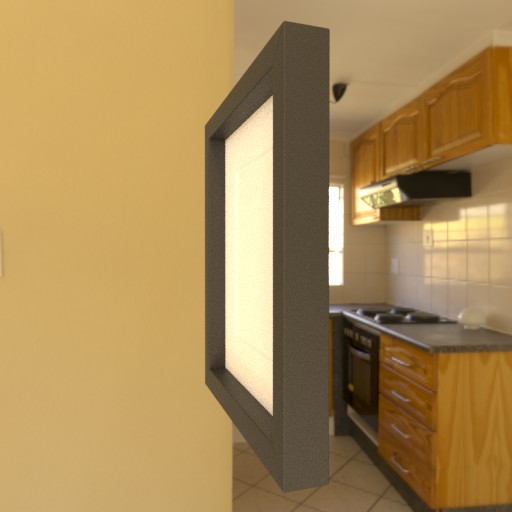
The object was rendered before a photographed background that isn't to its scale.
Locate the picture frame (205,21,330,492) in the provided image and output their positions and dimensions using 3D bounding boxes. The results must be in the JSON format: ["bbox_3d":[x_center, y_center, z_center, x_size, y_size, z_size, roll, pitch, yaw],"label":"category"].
[{"bbox_3d":[0.000,0.000,0.383,0.042,0.284,0.232,0,1,-18],"label":"picture frame"}]
